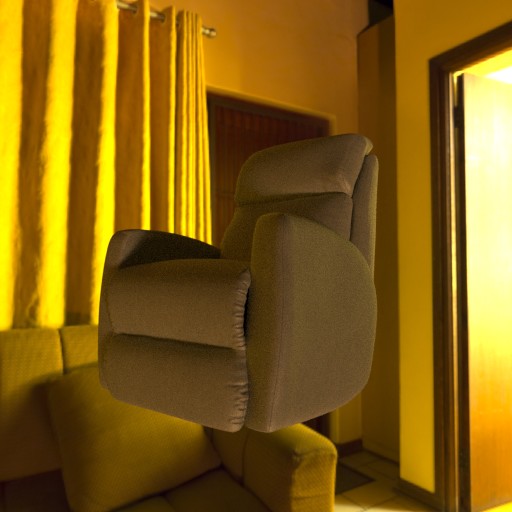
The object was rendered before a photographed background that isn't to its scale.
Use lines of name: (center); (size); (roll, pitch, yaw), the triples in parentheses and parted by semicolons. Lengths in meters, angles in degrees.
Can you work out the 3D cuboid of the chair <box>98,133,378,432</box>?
chair: (0.000, 0.000, 1.669); (0.794, 1.016, 0.940); (-1, -2, 37)
